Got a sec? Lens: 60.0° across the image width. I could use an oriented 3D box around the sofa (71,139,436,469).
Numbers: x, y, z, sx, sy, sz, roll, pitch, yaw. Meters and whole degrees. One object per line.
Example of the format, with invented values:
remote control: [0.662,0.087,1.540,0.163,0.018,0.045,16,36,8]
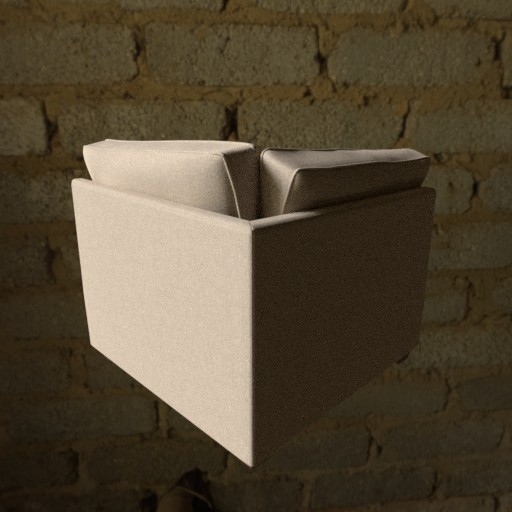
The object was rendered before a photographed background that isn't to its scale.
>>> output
sofa: [0.000,0.000,1.818,1.050,0.937,1.042,-15,22,-42]
